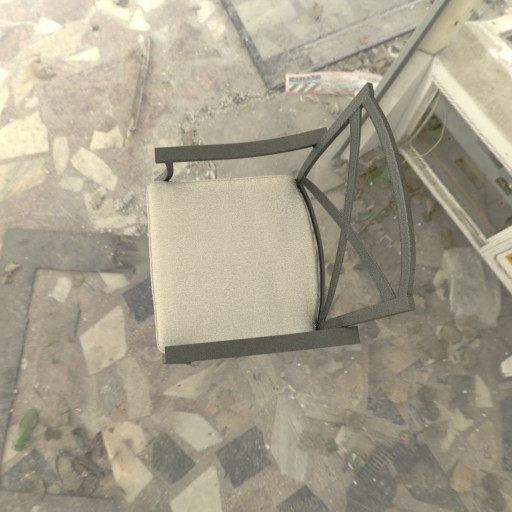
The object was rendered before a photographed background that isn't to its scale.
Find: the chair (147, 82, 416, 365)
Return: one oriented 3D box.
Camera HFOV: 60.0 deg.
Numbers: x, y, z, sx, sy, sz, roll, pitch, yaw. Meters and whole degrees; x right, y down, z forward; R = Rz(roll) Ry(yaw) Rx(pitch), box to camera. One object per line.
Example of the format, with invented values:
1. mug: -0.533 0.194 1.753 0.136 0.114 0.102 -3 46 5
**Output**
1. chair: 0.000 0.000 1.307 0.620 0.889 0.575 -6 76 -1
